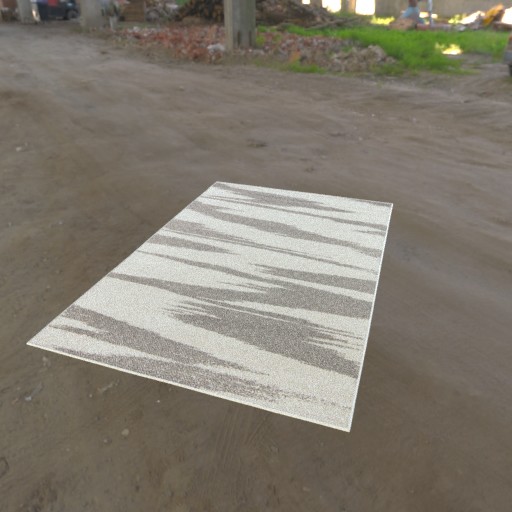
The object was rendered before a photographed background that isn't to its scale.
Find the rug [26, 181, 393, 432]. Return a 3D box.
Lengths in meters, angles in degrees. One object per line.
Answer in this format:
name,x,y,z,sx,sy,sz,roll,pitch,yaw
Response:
rug,0.000,0.000,2.253,1.225,0.008,1.827,10,31,16
